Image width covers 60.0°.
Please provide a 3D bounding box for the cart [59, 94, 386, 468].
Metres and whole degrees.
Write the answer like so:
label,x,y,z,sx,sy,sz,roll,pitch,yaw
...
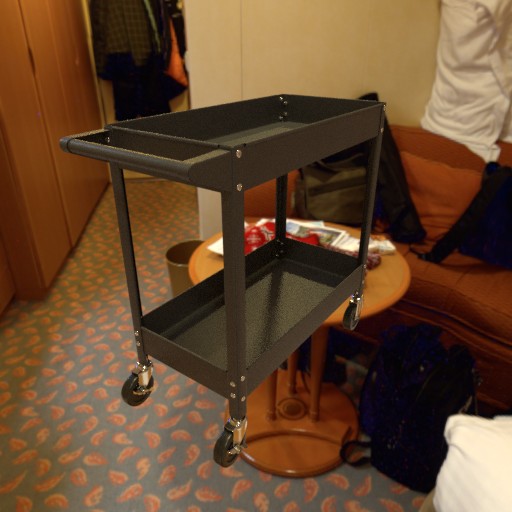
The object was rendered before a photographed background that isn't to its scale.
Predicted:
label,x,y,z,sx,sy,sz,roll,pitch,yaw
cart,0.000,0.000,1.168,0.366,0.719,0.779,18,32,32
